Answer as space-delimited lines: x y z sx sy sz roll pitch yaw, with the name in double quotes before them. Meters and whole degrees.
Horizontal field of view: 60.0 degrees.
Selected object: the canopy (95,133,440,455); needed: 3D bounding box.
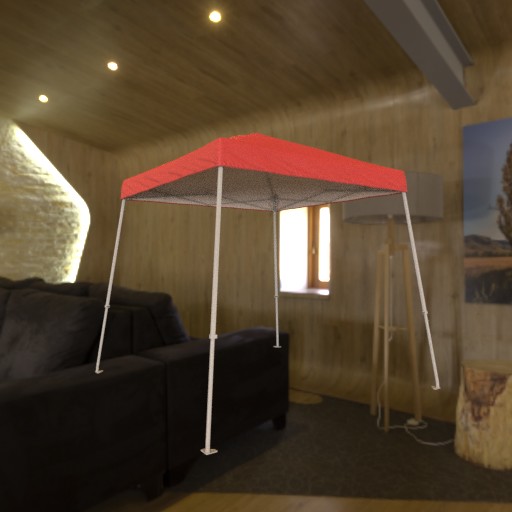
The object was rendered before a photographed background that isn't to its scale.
"canopy" 0.000 0.000 6.480 3.599 3.600 3.600 0 -1 -35
